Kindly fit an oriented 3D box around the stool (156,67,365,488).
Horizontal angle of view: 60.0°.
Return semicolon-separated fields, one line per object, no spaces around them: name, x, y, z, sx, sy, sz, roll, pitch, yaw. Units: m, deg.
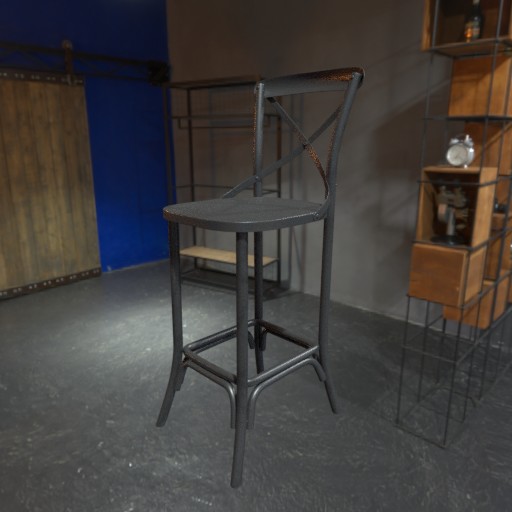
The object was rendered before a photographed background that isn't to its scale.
stool;0.000;0.000;1.435;0.584;1.168;0.457;-14;20;-43
